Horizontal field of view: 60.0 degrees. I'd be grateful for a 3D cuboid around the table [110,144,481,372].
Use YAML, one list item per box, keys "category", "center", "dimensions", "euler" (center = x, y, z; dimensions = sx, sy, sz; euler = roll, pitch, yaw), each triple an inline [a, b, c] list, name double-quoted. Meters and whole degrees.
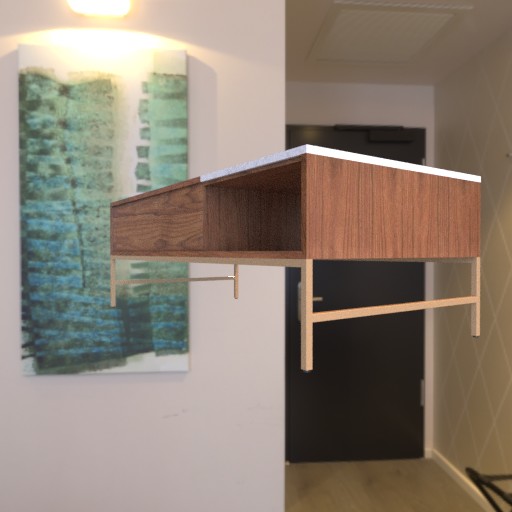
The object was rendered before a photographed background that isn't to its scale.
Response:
- category: "table"
  center: [0.000, 0.000, 1.928]
  dimensions: [0.789, 0.551, 1.553]
  euler: [0, 1, -35]
